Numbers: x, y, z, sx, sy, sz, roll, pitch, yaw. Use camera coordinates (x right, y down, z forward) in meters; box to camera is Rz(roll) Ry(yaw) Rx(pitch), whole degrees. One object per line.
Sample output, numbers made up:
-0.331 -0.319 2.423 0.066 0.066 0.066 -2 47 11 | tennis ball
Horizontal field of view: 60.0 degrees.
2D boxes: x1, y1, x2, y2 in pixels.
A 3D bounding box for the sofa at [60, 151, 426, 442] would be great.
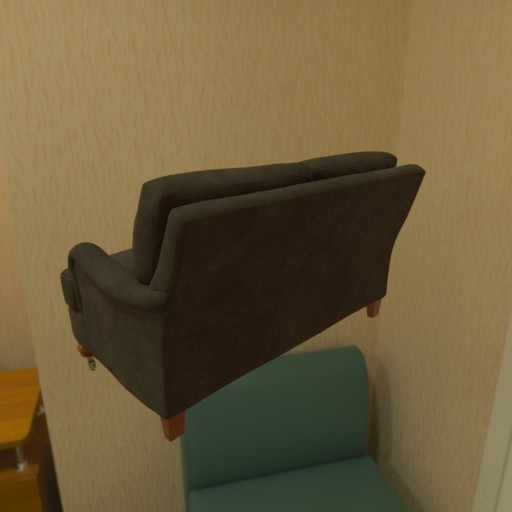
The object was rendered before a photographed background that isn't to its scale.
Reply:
0.000 0.000 2.494 1.084 1.101 1.853 17 25 42 | sofa
